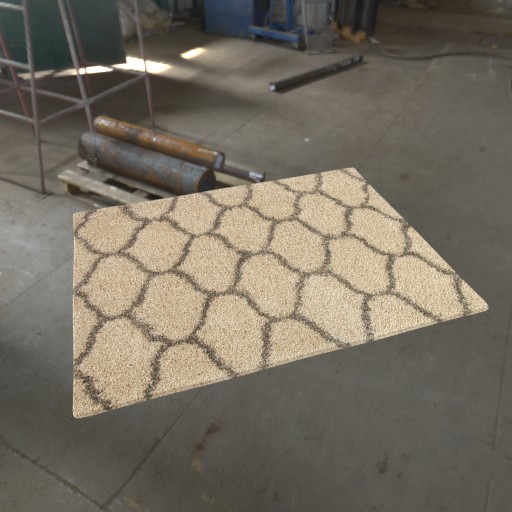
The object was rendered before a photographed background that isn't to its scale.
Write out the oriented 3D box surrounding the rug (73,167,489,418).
[{"bbox_3d":[0.000,0.000,2.035,1.600,0.025,1.200,-11,41,-13],"label":"rug"}]
